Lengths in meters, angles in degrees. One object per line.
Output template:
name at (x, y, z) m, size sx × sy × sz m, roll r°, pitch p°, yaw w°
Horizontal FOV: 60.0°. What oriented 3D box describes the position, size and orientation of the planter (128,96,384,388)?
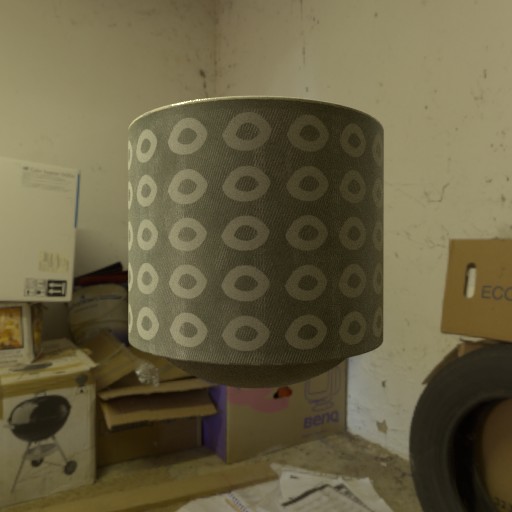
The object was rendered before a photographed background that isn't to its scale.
planter at (0.000, 0.000, 0.343) m, size 0.190 × 0.181 × 0.190 m, roll 0°, pitch 1°, yaw 0°
